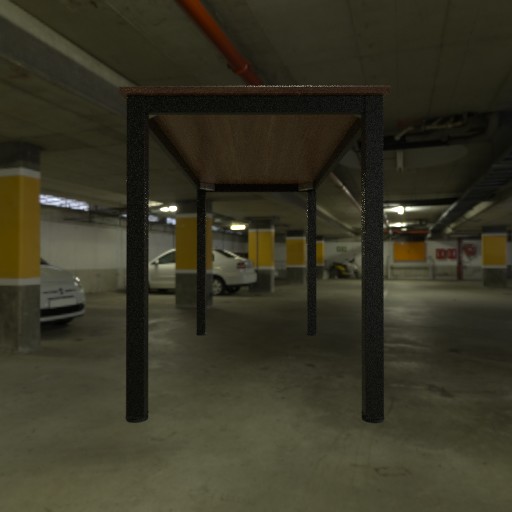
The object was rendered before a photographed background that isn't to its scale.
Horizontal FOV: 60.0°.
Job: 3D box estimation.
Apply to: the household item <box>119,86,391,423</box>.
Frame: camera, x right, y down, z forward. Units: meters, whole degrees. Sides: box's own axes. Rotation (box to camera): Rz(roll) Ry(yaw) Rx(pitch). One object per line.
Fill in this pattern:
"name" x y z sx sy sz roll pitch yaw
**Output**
"household item" 0.000 0.000 1.575 0.600 0.750 1.200 0 -1 0
